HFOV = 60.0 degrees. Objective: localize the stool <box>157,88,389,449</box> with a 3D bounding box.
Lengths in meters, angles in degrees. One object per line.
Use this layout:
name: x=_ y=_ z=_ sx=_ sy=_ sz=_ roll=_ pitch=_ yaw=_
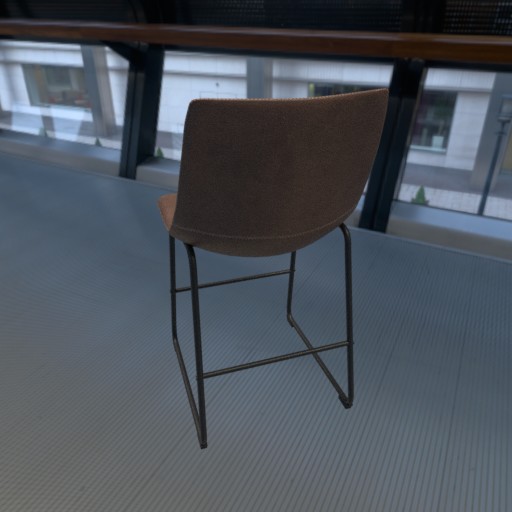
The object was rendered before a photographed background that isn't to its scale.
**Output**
stool: x=0.000 y=0.000 z=1.181 sx=0.460 sy=0.890 sz=0.550 roll=-9 pitch=30 yaw=-16
